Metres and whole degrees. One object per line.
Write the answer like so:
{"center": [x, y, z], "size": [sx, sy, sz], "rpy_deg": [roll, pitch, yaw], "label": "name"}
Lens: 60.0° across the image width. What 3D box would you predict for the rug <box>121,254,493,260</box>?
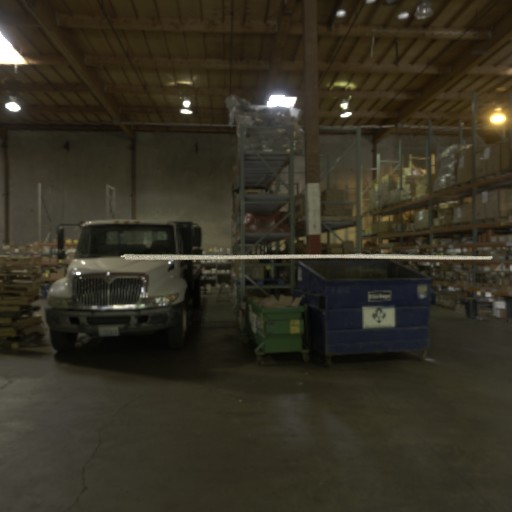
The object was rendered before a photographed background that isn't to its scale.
{"center": [0.000, 0.000, 4.758], "size": [2.757, 0.051, 3.626], "rpy_deg": [0, 0, -17], "label": "rug"}
